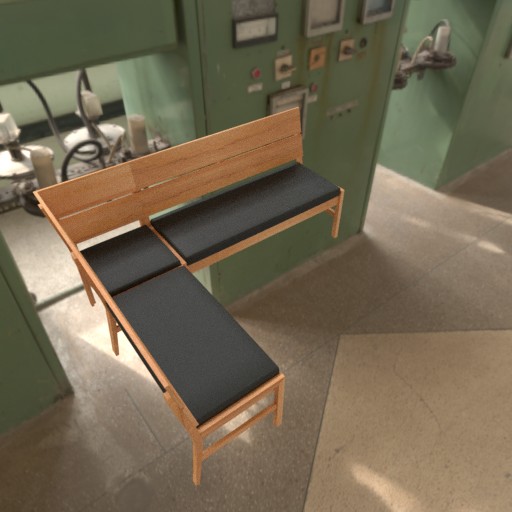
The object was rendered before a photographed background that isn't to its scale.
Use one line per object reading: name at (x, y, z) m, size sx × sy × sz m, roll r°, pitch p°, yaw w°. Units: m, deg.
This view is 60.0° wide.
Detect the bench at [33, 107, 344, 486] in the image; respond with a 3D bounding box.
bench at (0.000, 0.000, 2.733) m, size 1.948 × 0.890 × 1.548 m, roll -26°, pitch 48°, yaw -27°
